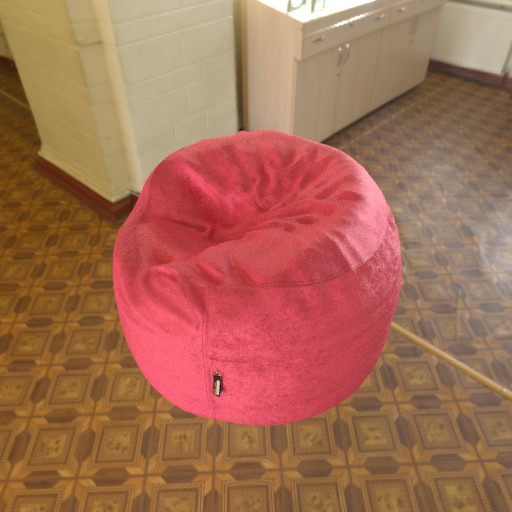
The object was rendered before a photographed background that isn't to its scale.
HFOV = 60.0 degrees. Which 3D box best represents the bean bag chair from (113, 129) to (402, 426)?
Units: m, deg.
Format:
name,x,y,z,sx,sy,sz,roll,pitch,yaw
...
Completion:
name,x,y,z,sx,sy,sz,roll,pitch,yaw
bean bag chair,0.000,0.000,1.921,1.218,0.788,1.218,0,41,0
